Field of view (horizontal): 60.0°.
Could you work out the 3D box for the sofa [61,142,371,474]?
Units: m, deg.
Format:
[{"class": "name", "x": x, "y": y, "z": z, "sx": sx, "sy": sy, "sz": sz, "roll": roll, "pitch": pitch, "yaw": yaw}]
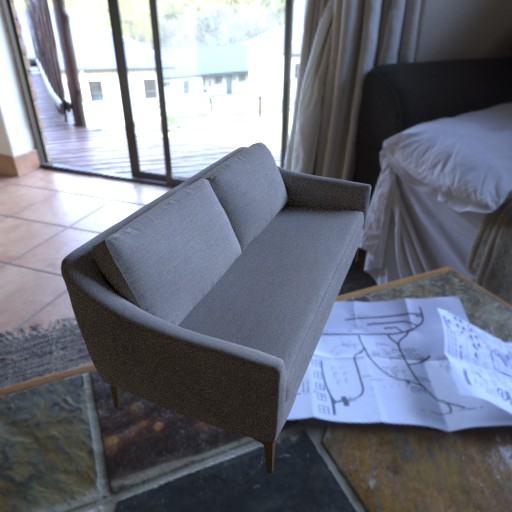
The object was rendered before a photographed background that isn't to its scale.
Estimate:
[{"class": "sofa", "x": 0.000, "y": 0.000, "z": 2.560, "sx": 0.980, "sy": 0.913, "sz": 2.036, "roll": 11, "pitch": 31, "yaw": 19}]
